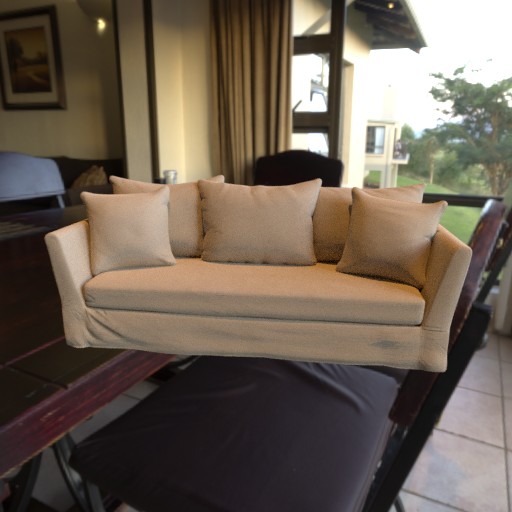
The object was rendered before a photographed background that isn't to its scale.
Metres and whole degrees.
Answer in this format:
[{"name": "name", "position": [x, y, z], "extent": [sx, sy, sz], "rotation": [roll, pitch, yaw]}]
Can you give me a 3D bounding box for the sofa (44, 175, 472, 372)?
[{"name": "sofa", "position": [0.000, 0.000, 3.078], "extent": [2.499, 1.047, 1.046], "rotation": [2, 16, 8]}]
